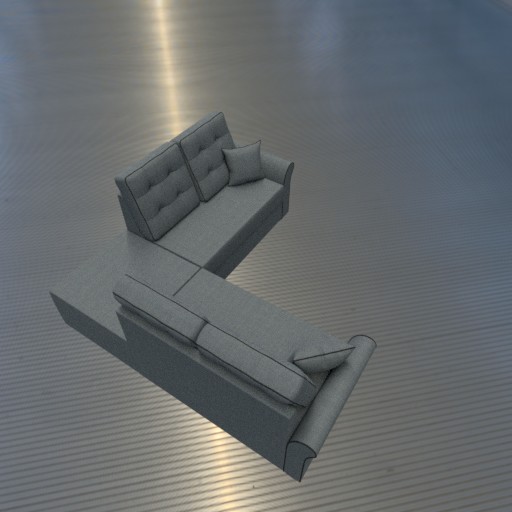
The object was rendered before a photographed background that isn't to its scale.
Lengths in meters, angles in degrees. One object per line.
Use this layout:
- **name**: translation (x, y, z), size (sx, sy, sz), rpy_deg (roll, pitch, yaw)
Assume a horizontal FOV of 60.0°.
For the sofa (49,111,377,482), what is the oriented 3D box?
- **sofa**: translation (0.000, 0.000, 3.214), size (2.068, 0.988, 2.070), rpy_deg (25, 52, 22)
